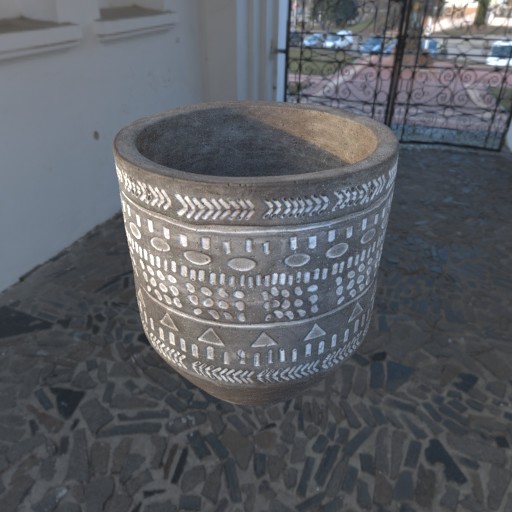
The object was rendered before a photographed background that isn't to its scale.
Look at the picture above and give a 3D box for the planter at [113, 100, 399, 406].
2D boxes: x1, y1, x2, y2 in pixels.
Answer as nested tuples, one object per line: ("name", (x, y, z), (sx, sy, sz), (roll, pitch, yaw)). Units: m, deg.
("planter", (0.000, 0.000, 0.226), (0.122, 0.128, 0.122), (0, 32, 0))
